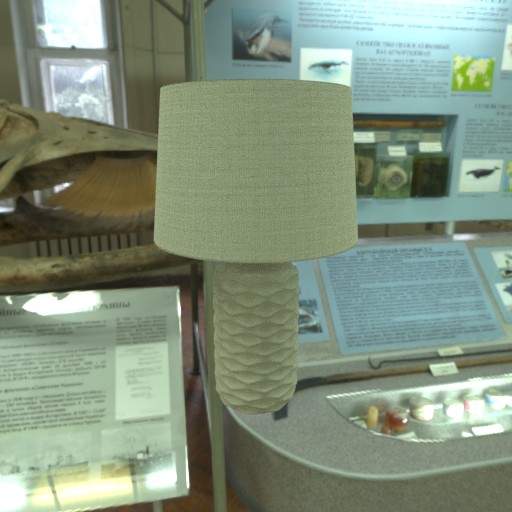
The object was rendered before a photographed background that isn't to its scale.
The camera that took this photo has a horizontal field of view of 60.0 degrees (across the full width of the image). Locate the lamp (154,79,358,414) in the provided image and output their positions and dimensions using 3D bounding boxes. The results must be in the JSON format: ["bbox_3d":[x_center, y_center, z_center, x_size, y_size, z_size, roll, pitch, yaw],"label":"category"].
[{"bbox_3d":[0.000,0.000,0.845,0.376,0.594,0.376,0,15,0],"label":"lamp"}]
